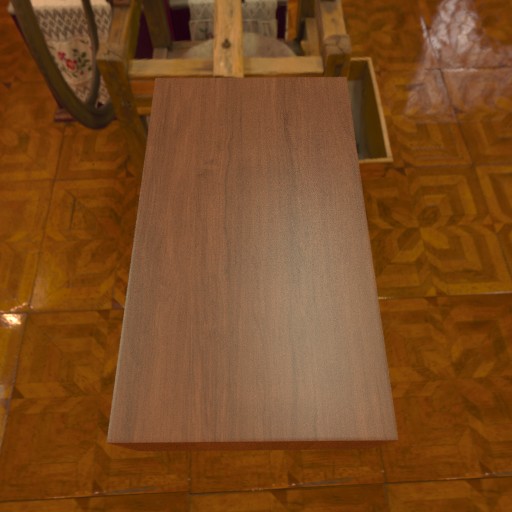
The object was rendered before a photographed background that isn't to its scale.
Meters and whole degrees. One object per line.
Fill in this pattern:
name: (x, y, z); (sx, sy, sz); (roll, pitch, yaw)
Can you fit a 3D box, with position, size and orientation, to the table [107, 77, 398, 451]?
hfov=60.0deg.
table: (0.000, 0.000, 1.279); (0.600, 0.380, 1.020); (0, 63, 0)
